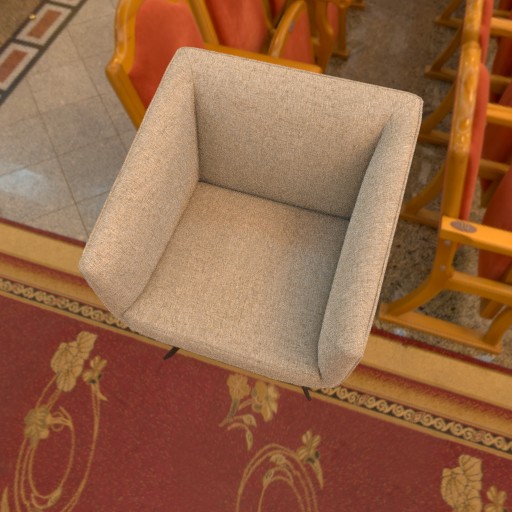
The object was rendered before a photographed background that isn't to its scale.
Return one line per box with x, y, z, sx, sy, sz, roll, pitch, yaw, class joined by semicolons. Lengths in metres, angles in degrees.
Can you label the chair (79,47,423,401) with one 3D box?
0.000;0.000;1.234;0.628;0.760;0.623;16;61;9;chair
